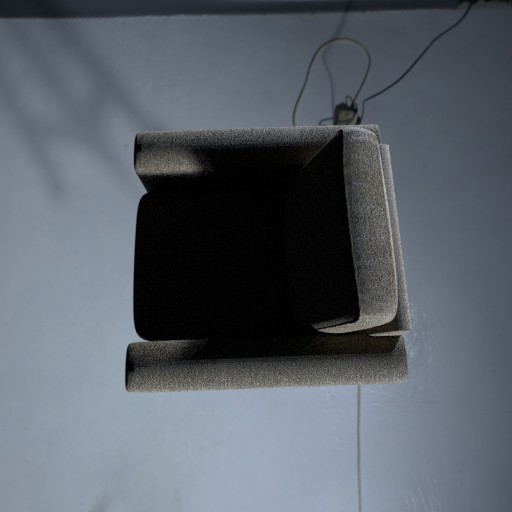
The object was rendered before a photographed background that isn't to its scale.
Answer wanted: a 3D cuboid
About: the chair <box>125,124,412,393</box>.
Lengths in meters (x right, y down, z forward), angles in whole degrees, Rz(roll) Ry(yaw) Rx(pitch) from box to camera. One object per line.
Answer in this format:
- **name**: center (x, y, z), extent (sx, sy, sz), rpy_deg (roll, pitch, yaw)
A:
- **chair**: center (0.000, 0.000, 1.759), extent (1.016, 0.873, 1.005), rpy_deg (-2, 75, -1)
